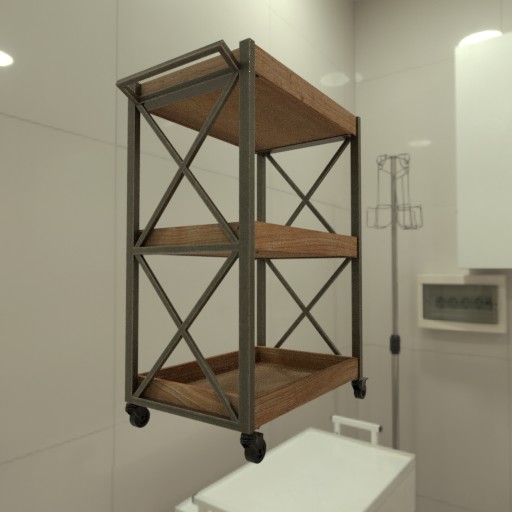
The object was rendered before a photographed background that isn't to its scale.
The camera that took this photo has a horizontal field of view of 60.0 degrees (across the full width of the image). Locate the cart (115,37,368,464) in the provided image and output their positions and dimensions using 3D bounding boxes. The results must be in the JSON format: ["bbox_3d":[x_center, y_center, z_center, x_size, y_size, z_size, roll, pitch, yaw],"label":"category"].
[{"bbox_3d":[0.000,0.000,1.188,0.377,0.835,0.673,-1,-2,35],"label":"cart"}]
